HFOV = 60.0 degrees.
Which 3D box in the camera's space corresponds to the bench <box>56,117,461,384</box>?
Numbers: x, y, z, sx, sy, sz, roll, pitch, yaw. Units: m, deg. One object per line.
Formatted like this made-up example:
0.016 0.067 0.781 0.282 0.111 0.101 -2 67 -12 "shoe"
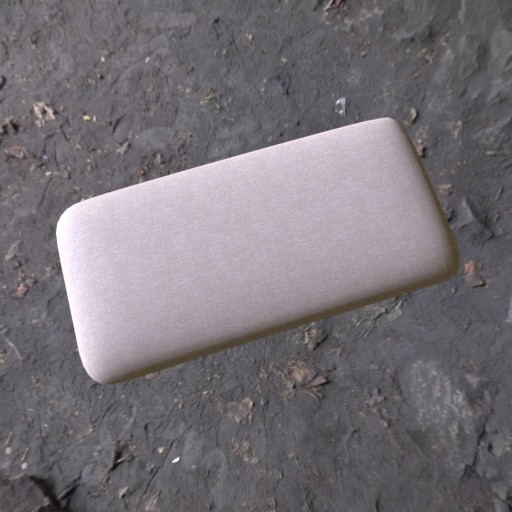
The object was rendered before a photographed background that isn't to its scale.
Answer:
0.000 0.000 1.293 0.991 0.483 0.483 -17 76 -4 "bench"
